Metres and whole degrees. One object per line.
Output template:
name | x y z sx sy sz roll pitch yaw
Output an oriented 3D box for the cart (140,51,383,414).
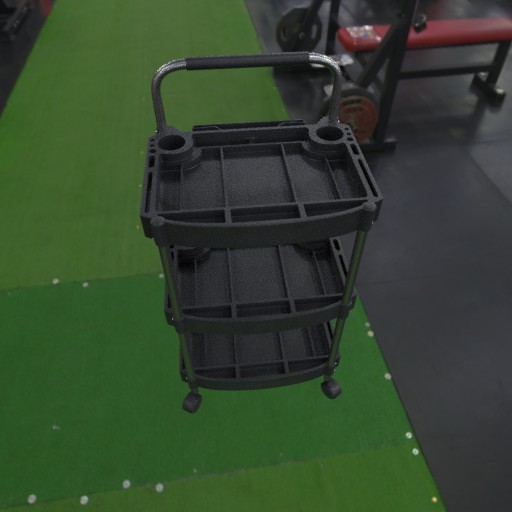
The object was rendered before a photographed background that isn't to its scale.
cart | 0.000 0.000 1.383 0.584 1.075 0.518 -4 47 -4
